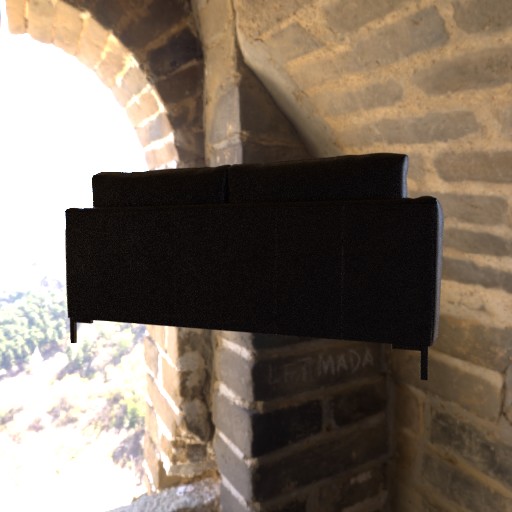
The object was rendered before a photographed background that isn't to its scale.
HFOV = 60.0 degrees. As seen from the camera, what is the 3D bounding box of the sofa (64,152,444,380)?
[{"bbox_3d":[0.000,0.000,2.346,1.805,0.883,0.947,1,2,18],"label":"sofa"}]
